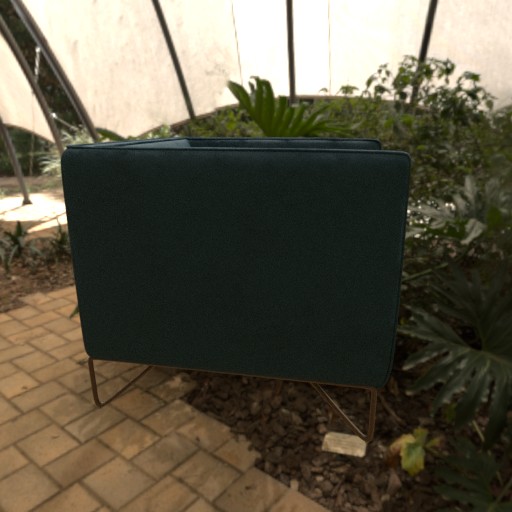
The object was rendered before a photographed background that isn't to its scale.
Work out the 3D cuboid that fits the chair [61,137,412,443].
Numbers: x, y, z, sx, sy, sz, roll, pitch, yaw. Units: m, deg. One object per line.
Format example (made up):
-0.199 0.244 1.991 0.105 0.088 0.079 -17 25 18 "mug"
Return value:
0.000 0.000 1.563 0.894 0.790 0.880 3 17 10 "chair"
